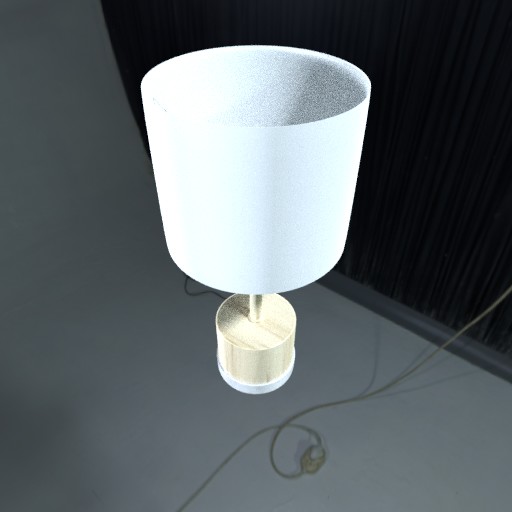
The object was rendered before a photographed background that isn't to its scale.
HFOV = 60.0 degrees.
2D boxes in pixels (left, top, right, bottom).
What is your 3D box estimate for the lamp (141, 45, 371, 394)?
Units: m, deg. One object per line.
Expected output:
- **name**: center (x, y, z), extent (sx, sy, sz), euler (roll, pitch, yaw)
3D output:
- **lamp**: center (0.000, 0.000, 0.598), extent (0.229, 0.470, 0.229), euler (26, 47, 27)
